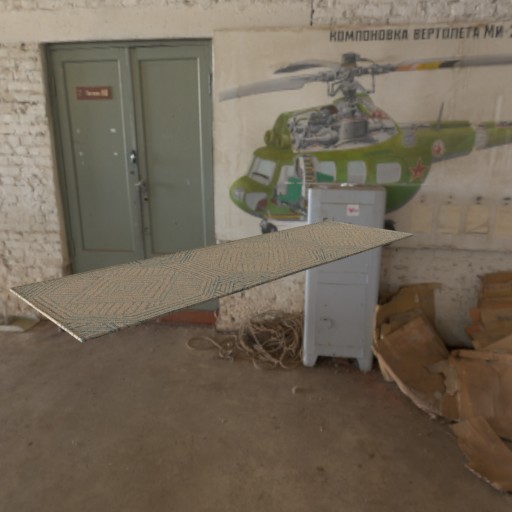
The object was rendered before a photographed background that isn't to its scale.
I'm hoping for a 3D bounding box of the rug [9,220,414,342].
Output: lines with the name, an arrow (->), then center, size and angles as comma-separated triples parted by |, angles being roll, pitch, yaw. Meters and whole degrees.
rug -> 0.000, 0.000, 2.616 | 2.452, 0.012, 0.775 | -14, 21, -43
